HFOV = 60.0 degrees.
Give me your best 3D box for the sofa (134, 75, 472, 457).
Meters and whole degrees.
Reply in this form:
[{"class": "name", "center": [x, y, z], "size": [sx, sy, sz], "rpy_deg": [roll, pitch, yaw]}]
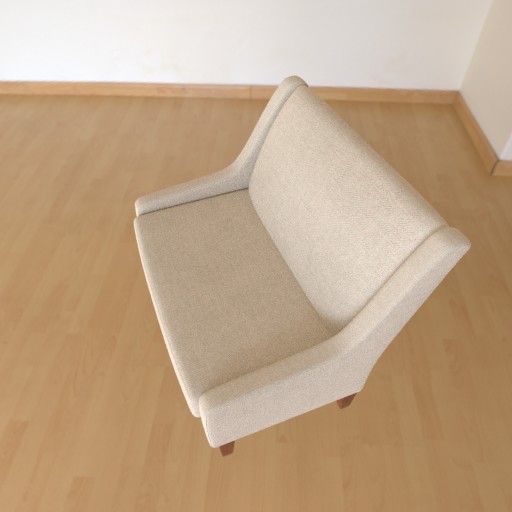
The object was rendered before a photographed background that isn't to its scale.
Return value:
[{"class": "sofa", "center": [0.000, 0.000, 1.937], "size": [0.946, 0.976, 1.212], "rpy_deg": [-16, 49, -15]}]
